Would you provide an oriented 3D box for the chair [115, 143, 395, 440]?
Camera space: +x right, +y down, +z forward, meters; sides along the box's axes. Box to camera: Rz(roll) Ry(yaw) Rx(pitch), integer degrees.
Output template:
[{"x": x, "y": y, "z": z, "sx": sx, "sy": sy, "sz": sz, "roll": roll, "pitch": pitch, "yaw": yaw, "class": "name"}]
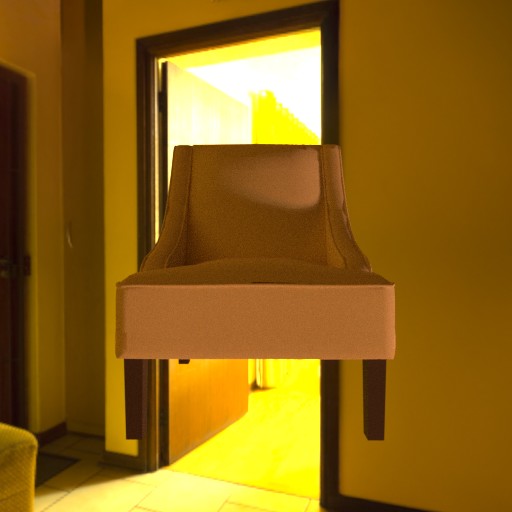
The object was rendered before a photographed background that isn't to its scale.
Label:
[{"x": 0.000, "y": 0.000, "z": 1.444, "sx": 0.689, "sy": 0.886, "sz": 0.806, "roll": 0, "pitch": 1, "yaw": 0, "class": "chair"}]
